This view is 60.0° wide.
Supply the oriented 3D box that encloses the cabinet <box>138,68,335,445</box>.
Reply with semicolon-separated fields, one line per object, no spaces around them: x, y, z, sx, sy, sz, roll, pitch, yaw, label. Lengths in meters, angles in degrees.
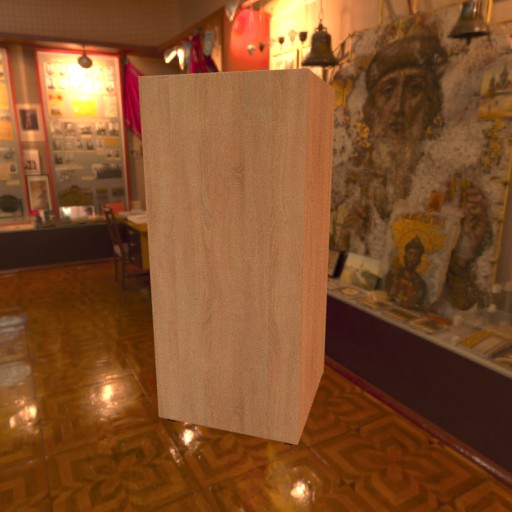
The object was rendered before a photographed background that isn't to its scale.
0.000;0.000;2.872;1.327;2.120;1.094;-7;16;-26;cabinet
